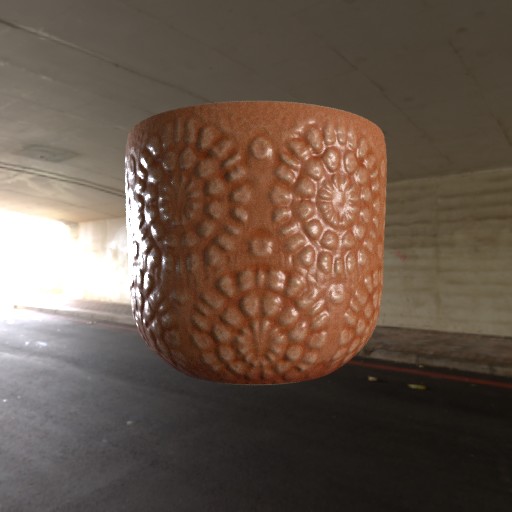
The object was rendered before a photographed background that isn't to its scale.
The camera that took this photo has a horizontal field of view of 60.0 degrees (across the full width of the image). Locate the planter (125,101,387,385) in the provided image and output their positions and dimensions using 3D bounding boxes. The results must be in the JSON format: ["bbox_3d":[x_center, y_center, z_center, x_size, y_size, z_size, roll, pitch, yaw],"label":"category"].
[{"bbox_3d":[0.000,0.000,0.218,0.124,0.109,0.124,0,-1,0],"label":"planter"}]
